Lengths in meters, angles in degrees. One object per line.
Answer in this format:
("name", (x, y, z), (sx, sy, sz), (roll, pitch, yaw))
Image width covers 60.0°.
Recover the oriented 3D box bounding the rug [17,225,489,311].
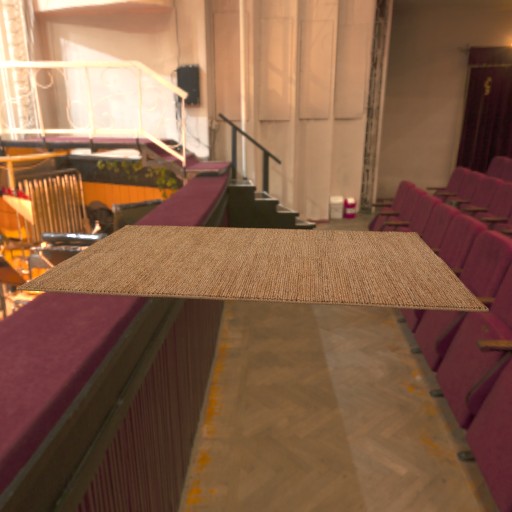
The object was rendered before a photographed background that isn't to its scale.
("rug", (0.000, 0.000, 2.981), (2.438, 0.034, 1.521), (2, 17, 6))
